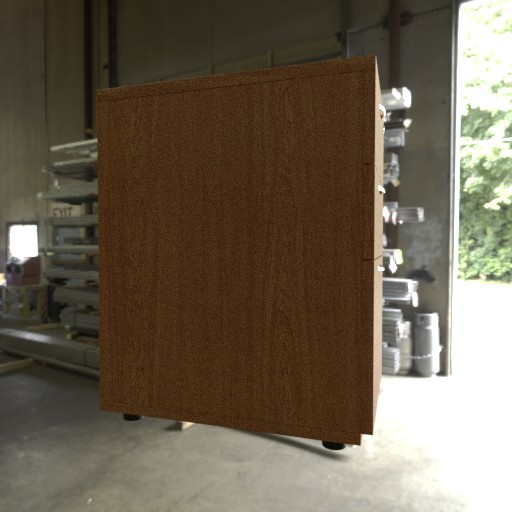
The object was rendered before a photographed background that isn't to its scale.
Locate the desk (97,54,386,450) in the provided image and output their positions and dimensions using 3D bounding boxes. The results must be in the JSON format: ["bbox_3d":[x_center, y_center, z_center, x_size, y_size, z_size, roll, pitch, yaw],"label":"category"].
[{"bbox_3d":[0.000,0.000,1.076,0.600,0.730,0.404,1,2,18],"label":"desk"}]
